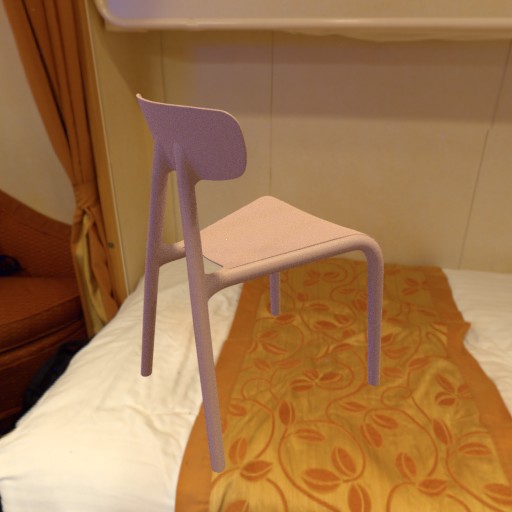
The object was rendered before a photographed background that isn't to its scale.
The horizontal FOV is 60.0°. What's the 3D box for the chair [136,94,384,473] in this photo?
[{"bbox_3d":[0.000,0.000,0.839,0.401,0.580,0.356,-18,31,-32],"label":"chair"}]
